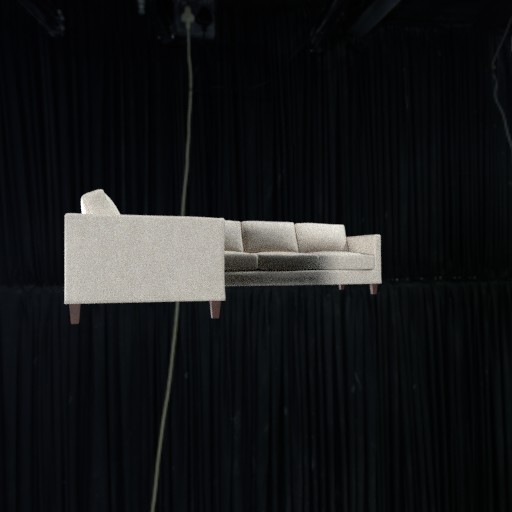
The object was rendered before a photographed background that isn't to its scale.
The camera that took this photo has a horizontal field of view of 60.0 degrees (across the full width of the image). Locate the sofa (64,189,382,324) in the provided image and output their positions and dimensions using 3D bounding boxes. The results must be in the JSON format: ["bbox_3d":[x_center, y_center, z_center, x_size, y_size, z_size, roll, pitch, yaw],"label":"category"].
[{"bbox_3d":[0.000,0.000,4.314,3.182,0.863,2.432,0,0,-17],"label":"sofa"}]
